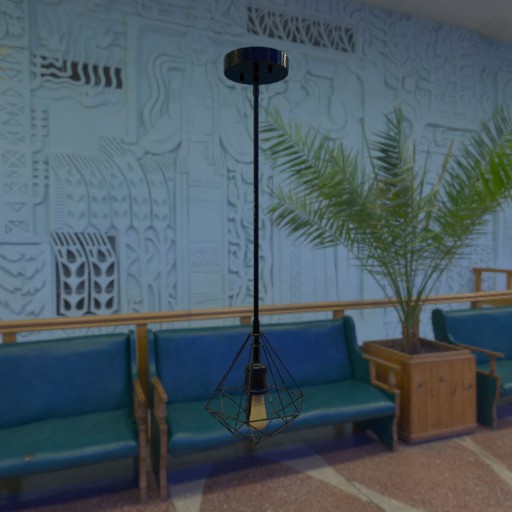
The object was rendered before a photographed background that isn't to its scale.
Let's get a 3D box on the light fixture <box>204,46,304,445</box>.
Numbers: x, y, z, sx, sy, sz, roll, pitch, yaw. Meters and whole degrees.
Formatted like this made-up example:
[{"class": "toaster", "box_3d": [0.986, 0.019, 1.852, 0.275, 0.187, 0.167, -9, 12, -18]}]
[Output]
[{"class": "light fixture", "box_3d": [0.000, 0.000, 2.032, 0.487, 1.764, 0.431, -1, 2, -20]}]
